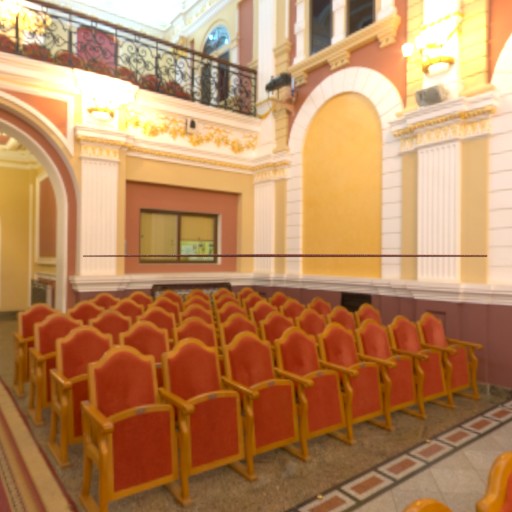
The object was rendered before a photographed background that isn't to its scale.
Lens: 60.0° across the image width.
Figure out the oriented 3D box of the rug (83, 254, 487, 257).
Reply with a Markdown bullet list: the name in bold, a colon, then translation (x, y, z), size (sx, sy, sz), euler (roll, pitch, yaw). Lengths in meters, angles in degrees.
- **rug**: translation (0.000, 0.000, 2.905), size (1.599, 0.011, 2.210), euler (0, 0, -36)
